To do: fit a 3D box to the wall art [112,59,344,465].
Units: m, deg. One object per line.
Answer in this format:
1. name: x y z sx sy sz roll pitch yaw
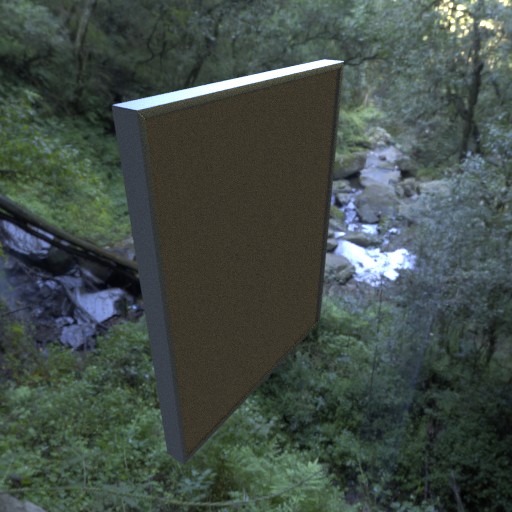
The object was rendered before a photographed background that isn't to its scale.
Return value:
1. wall art: 0.000 0.000 0.734 0.039 0.553 0.445 20 36 31
